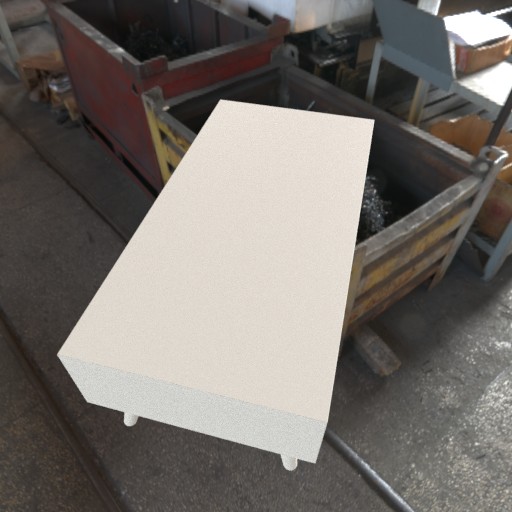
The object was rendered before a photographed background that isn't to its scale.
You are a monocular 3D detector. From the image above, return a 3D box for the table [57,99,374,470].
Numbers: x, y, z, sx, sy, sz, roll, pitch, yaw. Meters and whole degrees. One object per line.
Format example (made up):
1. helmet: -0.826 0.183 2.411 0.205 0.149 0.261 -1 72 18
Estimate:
1. table: 0.000 0.000 1.490 0.609 0.432 1.194 11 48 10
